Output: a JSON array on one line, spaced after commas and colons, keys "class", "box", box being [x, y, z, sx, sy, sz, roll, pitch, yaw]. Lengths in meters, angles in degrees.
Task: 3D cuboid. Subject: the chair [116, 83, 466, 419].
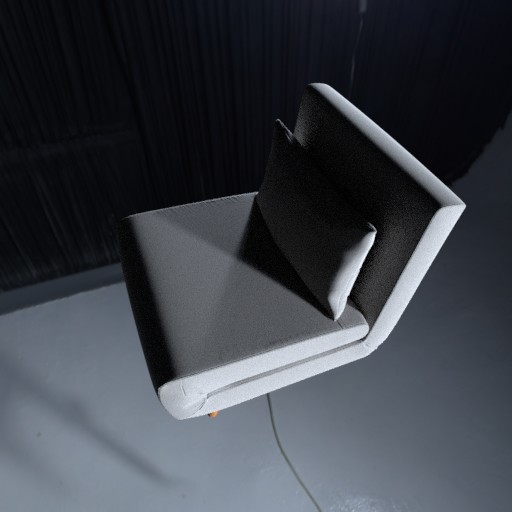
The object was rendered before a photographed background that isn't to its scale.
[{"class": "chair", "box": [0.000, 0.000, 1.546, 0.902, 0.808, 0.770, -16, 48, -15]}]
